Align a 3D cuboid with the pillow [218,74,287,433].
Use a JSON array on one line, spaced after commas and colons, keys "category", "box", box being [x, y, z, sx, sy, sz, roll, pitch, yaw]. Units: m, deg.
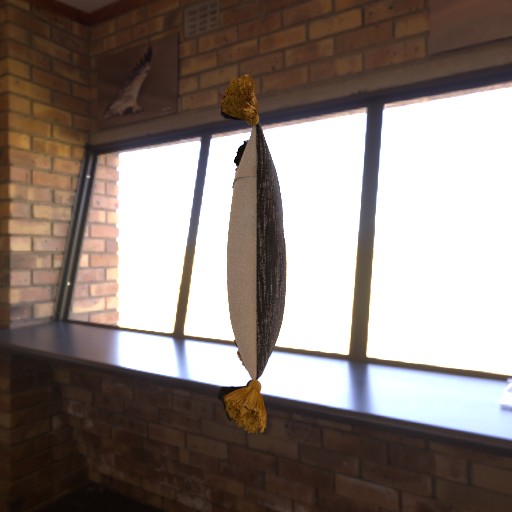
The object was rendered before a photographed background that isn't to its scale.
[{"category": "pillow", "box": [0.000, 0.000, 1.035, 0.139, 0.659, 0.654, 0, 0, 0]}]
